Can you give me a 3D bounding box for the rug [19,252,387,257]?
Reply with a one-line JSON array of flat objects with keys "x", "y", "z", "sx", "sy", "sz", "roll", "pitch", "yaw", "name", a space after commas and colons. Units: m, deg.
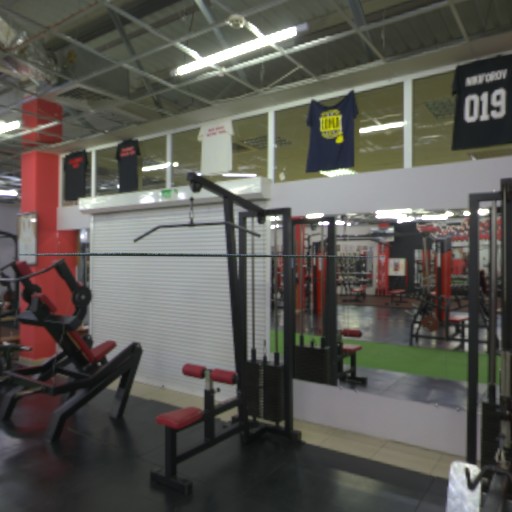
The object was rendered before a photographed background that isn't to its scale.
[{"x": 0.000, "y": 0.000, "z": 2.656, "sx": 0.688, "sy": 0.008, "sz": 2.443, "roll": 0, "pitch": -1, "yaw": 37, "name": "rug"}]
